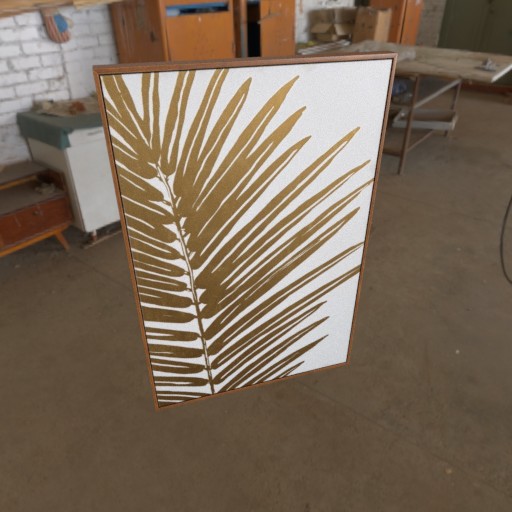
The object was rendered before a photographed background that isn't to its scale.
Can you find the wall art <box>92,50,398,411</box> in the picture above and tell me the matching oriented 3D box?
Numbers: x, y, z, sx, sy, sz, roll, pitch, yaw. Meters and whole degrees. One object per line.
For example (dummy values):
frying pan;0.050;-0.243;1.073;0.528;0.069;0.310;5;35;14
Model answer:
wall art;0.000;0.000;1.111;0.610;0.914;0.037;-9;34;-14
